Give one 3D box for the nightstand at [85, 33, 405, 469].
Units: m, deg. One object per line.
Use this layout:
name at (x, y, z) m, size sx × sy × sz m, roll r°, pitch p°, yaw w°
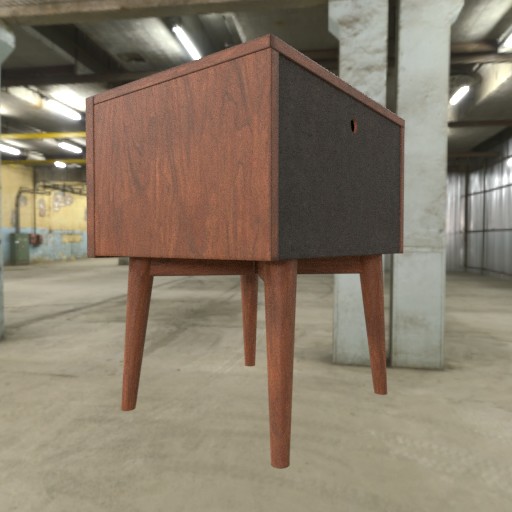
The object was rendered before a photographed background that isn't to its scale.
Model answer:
nightstand at (0.000, 0.000, 0.932) m, size 0.445 × 0.607 × 0.521 m, roll 1°, pitch 2°, yaw 37°
